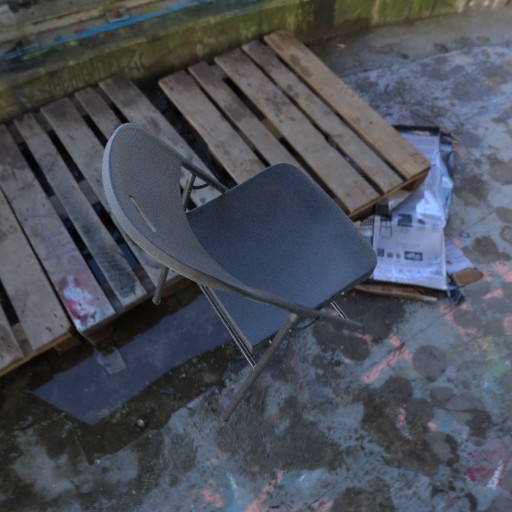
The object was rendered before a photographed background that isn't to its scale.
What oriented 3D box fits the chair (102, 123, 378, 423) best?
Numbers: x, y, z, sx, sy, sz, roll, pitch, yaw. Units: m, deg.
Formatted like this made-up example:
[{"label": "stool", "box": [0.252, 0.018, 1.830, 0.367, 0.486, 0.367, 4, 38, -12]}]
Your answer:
[{"label": "chair", "box": [0.000, 0.000, 1.170, 0.567, 0.810, 0.494, -29, 64, -16]}]
